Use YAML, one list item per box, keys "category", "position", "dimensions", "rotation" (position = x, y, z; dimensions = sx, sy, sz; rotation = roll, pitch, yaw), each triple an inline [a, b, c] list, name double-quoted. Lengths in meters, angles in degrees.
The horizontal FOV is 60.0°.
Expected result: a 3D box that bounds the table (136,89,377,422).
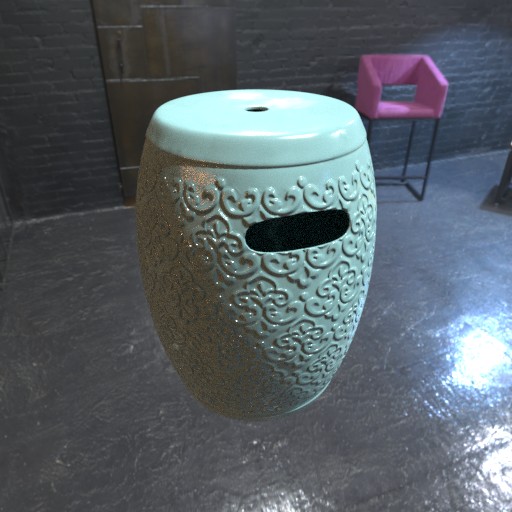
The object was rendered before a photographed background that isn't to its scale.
- category: "table"
  position: [0.000, 0.000, 0.608]
  dimensions: [0.309, 0.397, 0.309]
  rotation: [0, 31, 0]
